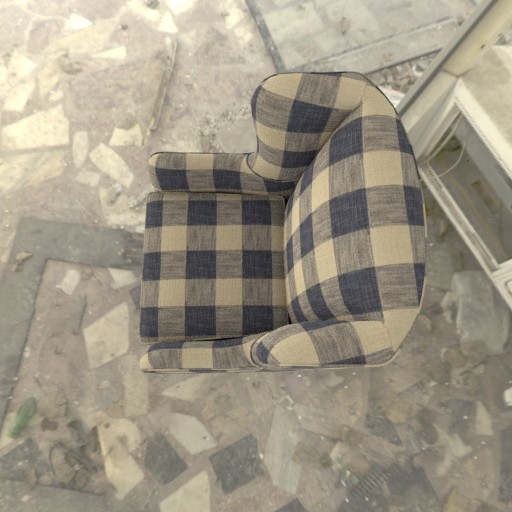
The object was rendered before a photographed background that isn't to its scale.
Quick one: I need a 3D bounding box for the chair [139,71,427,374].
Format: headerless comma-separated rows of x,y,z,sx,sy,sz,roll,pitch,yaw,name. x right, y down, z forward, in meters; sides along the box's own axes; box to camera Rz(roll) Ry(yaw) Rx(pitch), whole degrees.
0.000,0.000,1.643,0.889,1.041,0.830,-1,75,0,chair
